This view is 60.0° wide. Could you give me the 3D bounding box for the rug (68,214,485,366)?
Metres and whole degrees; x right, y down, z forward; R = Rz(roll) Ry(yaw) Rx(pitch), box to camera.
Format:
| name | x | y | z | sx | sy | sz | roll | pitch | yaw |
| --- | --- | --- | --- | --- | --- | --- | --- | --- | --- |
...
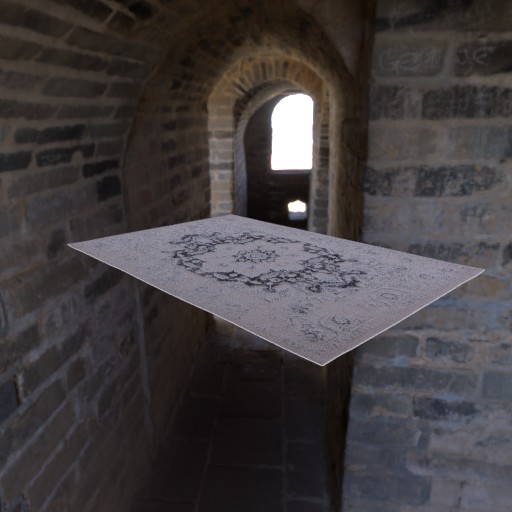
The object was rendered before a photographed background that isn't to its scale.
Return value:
| name | x | y | z | sx | sy | sz | roll | pitch | yaw |
| --- | --- | --- | --- | --- | --- | --- | --- | --- | --- |
| rug | 0.000 | 0.000 | 2.280 | 1.223 | 0.008 | 1.813 | -16 | 23 | -42 |
